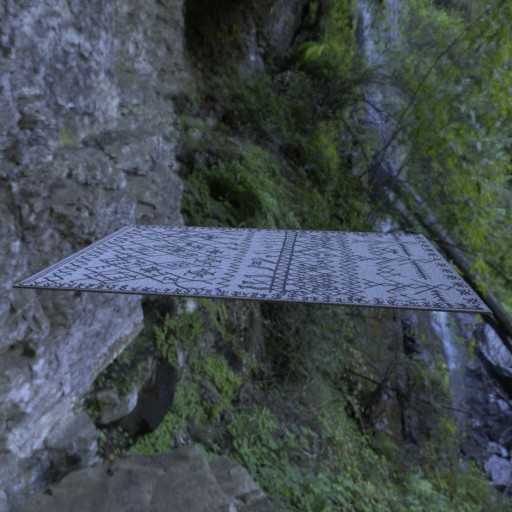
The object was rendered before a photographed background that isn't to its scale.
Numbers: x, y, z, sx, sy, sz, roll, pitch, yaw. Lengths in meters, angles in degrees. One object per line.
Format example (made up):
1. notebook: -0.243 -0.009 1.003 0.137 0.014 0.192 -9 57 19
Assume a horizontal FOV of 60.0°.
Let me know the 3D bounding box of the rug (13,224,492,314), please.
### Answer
1. rug: 0.000 0.000 2.952 2.444 0.012 1.526 2 17 8
